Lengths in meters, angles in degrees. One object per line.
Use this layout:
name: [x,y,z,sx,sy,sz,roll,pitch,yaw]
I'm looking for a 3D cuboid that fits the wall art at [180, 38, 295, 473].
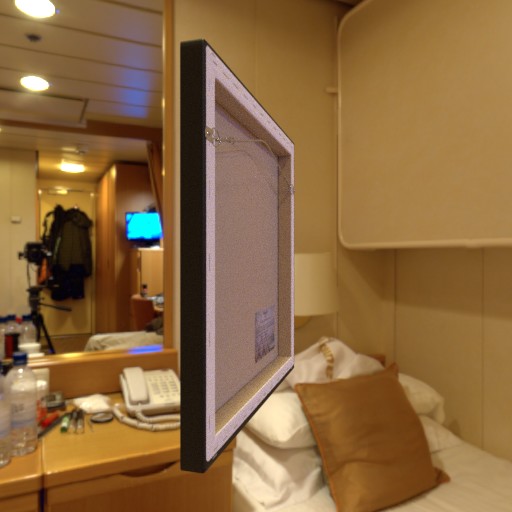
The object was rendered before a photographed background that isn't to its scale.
wall art: [0.000,0.000,0.913,0.043,0.611,0.610,0,0,17]
